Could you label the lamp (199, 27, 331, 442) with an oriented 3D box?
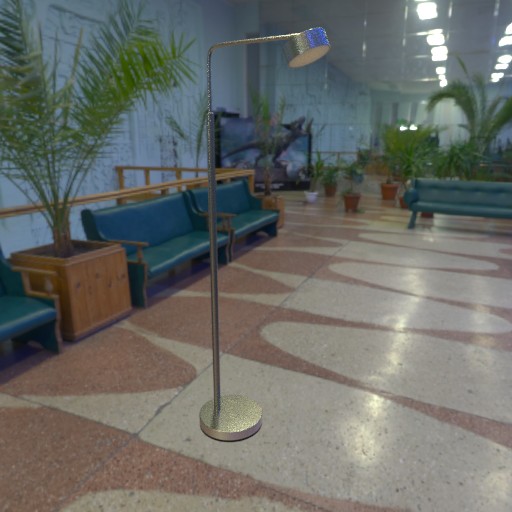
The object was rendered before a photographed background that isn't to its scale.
[{"bbox_3d":[0.000,0.000,1.379,0.421,1.250,0.222,7,17,26],"label":"lamp"}]
